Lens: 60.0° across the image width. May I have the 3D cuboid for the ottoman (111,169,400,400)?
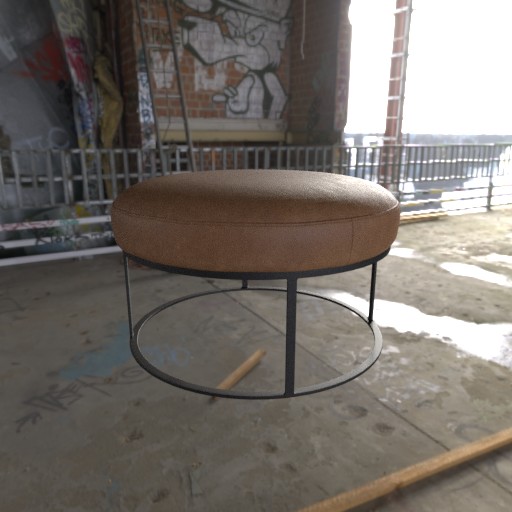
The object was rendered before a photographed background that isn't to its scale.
[{"bbox_3d":[0.000,0.000,1.277,0.771,0.460,0.771,0,15,0],"label":"ottoman"}]
